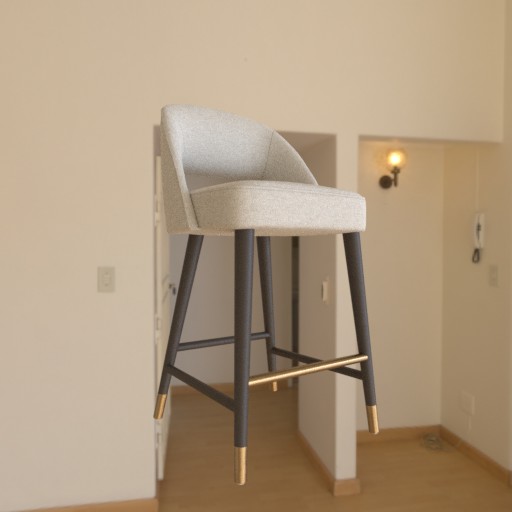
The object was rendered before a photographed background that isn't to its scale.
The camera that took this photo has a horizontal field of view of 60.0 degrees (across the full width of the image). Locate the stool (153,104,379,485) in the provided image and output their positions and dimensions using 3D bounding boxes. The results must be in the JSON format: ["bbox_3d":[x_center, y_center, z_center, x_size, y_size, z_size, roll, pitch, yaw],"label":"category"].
[{"bbox_3d":[0.000,0.000,1.243,0.494,0.940,0.509,-1,1,-36],"label":"stool"}]
